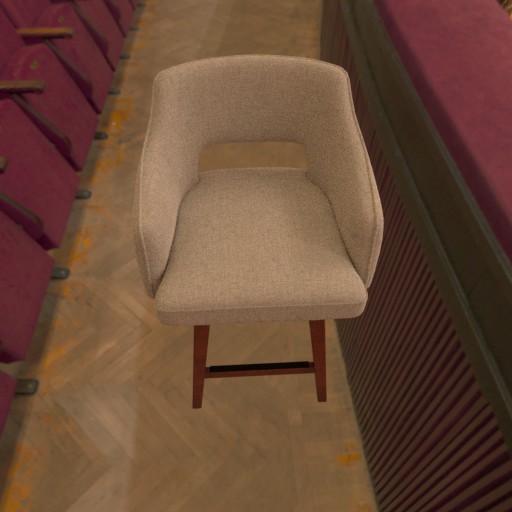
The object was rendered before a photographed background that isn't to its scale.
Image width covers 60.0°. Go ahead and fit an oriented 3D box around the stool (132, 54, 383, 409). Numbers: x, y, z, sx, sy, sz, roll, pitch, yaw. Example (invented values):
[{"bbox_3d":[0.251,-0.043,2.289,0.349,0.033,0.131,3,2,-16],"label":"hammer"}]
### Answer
[{"bbox_3d":[0.000,0.000,1.300,0.599,0.944,0.558,-2,48,-2],"label":"stool"}]
